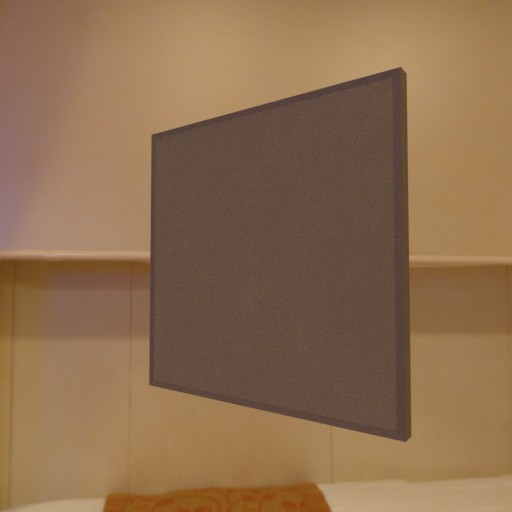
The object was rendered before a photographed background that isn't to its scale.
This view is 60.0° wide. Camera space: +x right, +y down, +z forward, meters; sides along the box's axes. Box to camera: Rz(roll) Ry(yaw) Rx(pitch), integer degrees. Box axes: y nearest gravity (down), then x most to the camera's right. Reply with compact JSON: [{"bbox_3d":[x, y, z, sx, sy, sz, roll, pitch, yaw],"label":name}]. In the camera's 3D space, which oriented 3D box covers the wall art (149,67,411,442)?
[{"bbox_3d":[0.000,0.000,1.133,0.761,0.758,0.038,-2,-3,36],"label":"wall art"}]
